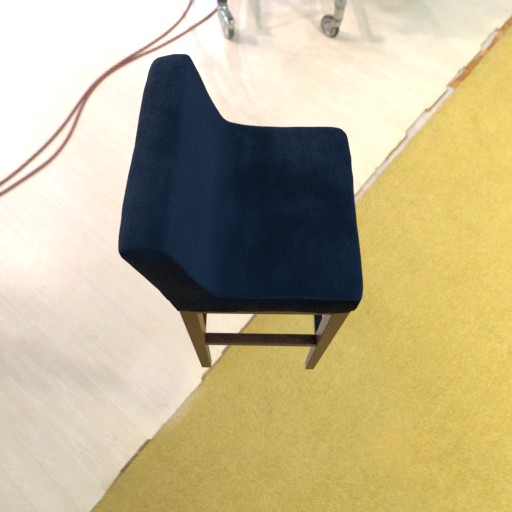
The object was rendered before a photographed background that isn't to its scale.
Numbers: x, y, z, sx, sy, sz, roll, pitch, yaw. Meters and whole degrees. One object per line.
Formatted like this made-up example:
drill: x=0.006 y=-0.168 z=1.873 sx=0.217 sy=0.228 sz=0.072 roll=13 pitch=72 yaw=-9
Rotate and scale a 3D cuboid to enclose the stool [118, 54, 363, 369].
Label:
stool: x=0.000 y=0.000 z=1.338 sx=0.500 sy=1.037 sz=0.511 roll=1 pitch=64 yaw=0
